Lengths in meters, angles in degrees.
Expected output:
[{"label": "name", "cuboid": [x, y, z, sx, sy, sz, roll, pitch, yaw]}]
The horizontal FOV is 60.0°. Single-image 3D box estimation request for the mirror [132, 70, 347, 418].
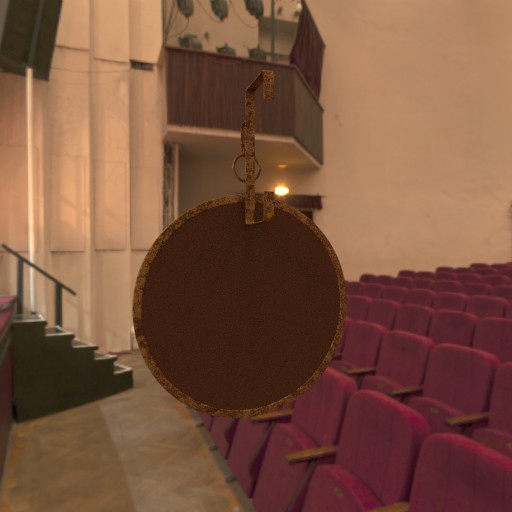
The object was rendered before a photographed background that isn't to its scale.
[{"label": "mirror", "cuboid": [0.000, 0.000, 0.842, 0.447, 0.651, 0.144, 0, 1, -19]}]
